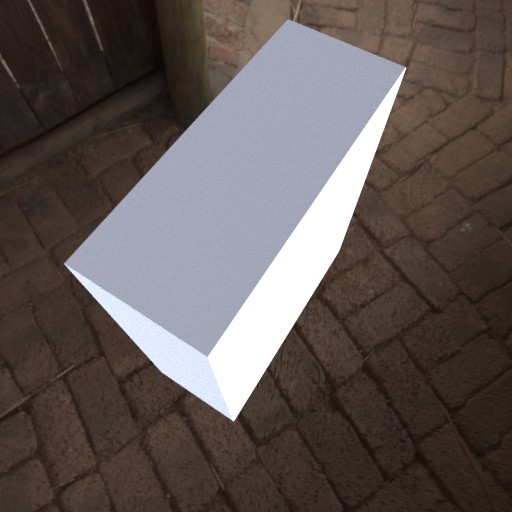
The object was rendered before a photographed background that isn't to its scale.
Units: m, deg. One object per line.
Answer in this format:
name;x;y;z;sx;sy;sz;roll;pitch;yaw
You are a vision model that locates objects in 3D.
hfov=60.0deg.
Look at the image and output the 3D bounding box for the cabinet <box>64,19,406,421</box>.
cabinet;0.000;0.000;1.679;0.400;1.190;1.000;30;67;14
